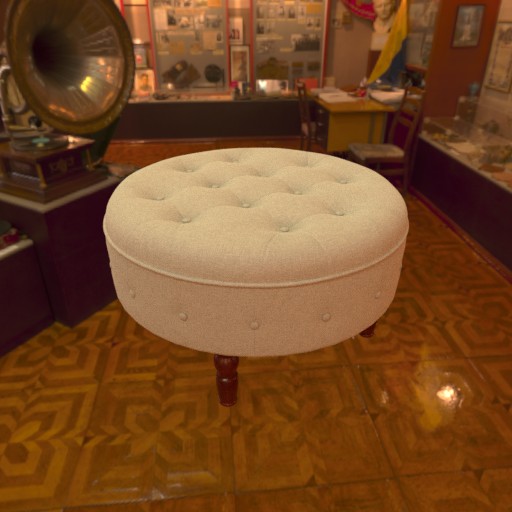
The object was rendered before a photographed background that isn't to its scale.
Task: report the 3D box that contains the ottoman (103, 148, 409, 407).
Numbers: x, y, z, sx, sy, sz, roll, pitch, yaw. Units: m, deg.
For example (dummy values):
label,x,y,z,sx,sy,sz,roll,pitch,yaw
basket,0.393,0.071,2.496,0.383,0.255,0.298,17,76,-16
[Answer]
label,x,y,z,sx,sy,sz,roll,pitch,yaw
ottoman,0.000,0.000,1.364,0.849,0.478,0.849,0,29,0
